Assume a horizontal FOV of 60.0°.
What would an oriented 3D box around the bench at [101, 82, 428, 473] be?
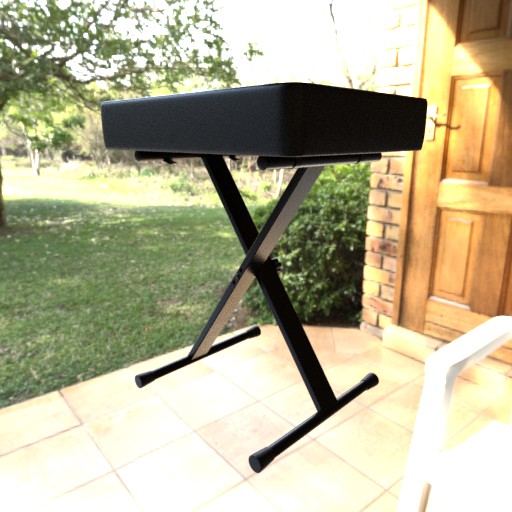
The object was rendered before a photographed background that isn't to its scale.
[{"bbox_3d":[0.000,0.000,0.756,0.424,0.500,0.321,14,21,43],"label":"bench"}]
